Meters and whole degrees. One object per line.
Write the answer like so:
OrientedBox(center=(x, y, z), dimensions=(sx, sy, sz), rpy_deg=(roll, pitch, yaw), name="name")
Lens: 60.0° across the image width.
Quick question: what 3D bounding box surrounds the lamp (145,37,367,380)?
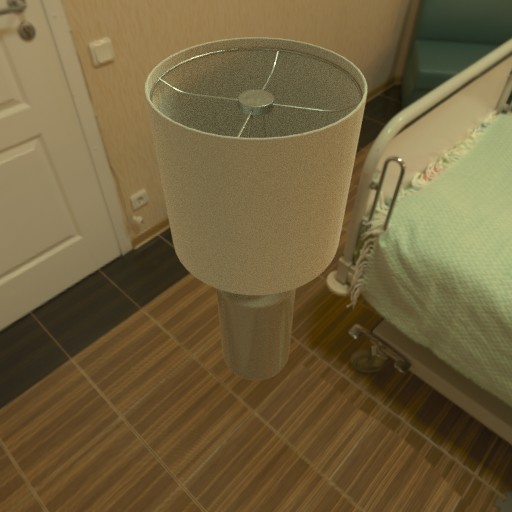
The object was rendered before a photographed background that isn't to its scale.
OrientedBox(center=(0.000, 0.000, 0.605), dimensions=(0.212, 0.493, 0.212), rpy_deg=(10, 47, 10), name="lamp")
